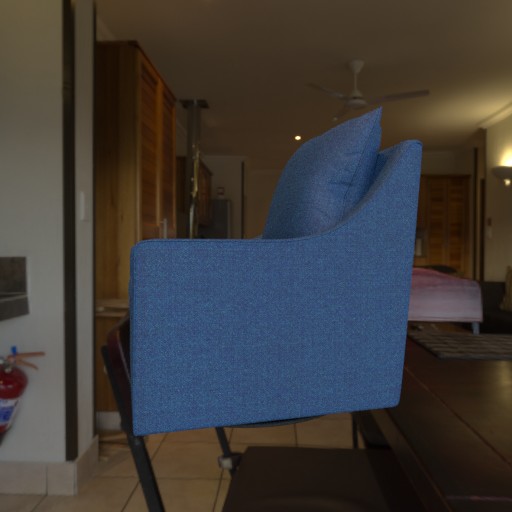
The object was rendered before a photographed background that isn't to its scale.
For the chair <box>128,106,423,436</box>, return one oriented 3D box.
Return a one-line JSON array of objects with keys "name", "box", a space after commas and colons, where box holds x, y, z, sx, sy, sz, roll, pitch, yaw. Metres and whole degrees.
[{"name": "chair", "box": [0.000, 0.000, 1.574, 0.870, 0.939, 0.750, 0, 1, -16]}]
